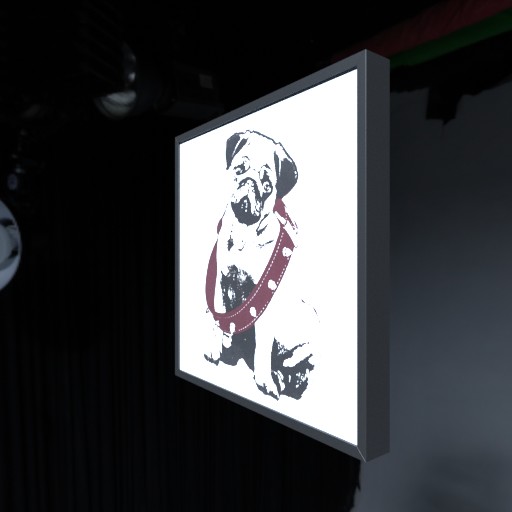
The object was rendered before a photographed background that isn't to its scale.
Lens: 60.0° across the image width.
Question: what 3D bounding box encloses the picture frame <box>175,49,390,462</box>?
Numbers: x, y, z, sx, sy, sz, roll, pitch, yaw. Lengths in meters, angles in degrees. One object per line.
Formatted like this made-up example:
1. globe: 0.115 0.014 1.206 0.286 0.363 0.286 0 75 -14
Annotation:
1. picture frame: 0.000 0.000 0.475 0.030 0.317 0.317 0 0 -37
